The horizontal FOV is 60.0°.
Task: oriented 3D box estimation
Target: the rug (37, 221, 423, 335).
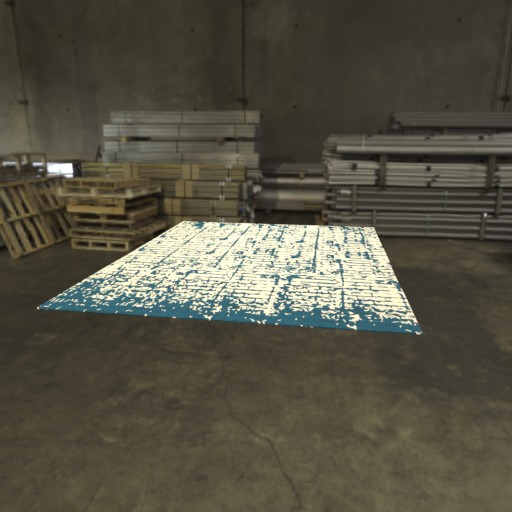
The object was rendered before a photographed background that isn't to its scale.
[{"bbox_3d":[0.000,0.000,4.143,2.416,0.014,3.017,2,16,9],"label":"rug"}]
